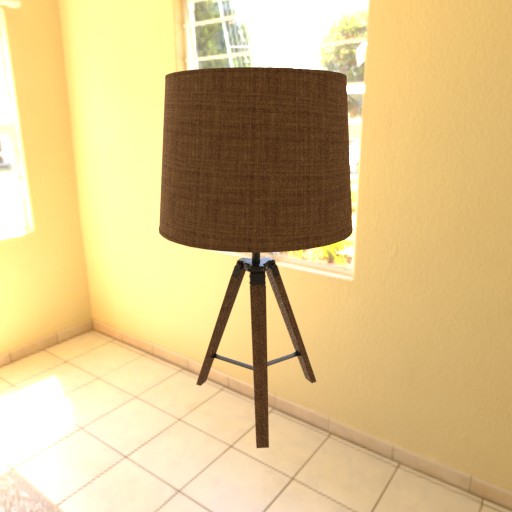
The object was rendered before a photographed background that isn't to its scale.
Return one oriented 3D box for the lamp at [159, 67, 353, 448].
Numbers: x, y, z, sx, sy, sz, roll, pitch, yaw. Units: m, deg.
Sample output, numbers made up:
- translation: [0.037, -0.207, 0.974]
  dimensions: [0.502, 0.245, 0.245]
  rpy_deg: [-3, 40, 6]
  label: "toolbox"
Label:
- translation: [0.000, 0.000, 0.687]
  dimensions: [0.290, 0.514, 0.290]
  rpy_deg: [0, 17, 0]
  label: "lamp"
